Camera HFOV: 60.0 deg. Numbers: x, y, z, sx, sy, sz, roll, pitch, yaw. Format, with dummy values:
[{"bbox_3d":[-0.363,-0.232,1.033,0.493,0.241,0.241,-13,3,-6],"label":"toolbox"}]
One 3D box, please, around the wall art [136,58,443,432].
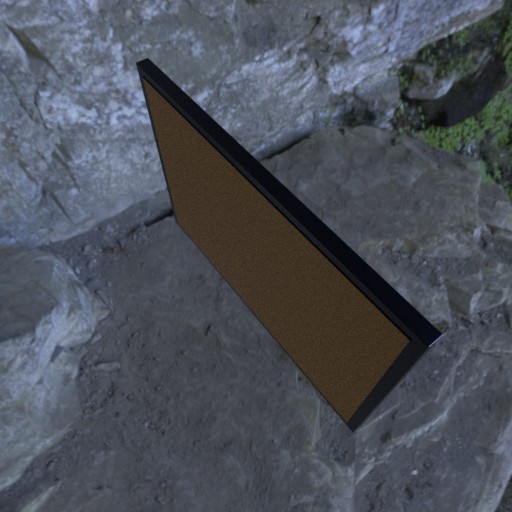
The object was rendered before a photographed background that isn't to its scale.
[{"bbox_3d":[0.000,0.000,0.827,0.027,0.458,0.657,-33,63,-19],"label":"wall art"}]
